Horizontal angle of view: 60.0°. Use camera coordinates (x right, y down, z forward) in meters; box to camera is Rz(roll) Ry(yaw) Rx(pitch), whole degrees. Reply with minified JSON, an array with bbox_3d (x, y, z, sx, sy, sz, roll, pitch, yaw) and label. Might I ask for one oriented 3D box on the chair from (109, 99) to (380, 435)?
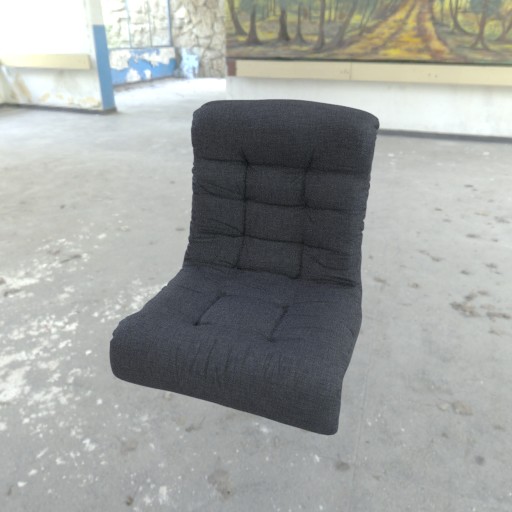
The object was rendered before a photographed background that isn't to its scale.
[{"bbox_3d":[0.000,0.000,1.221,0.597,0.749,0.668,9,28,16],"label":"chair"}]
